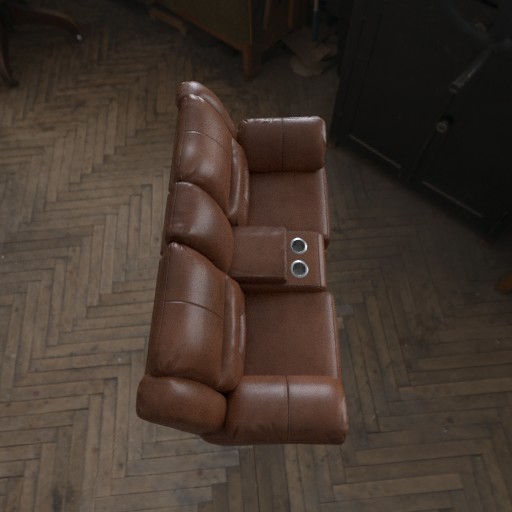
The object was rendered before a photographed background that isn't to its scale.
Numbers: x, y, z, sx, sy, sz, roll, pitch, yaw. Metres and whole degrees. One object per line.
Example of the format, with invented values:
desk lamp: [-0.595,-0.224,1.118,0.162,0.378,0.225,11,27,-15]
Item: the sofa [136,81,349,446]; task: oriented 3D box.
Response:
sofa: [0.000,0.000,2.627,0.991,1.043,2.058,1,63,0]
